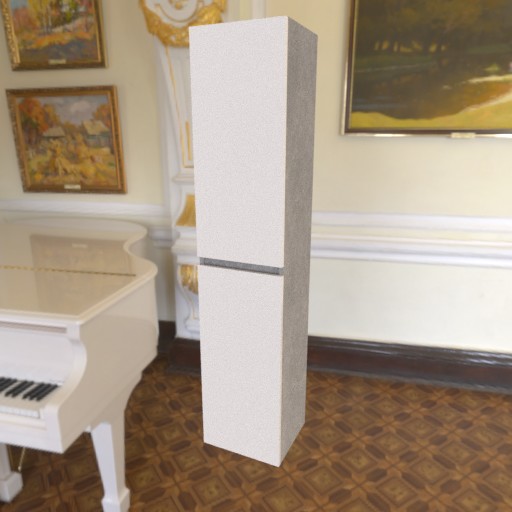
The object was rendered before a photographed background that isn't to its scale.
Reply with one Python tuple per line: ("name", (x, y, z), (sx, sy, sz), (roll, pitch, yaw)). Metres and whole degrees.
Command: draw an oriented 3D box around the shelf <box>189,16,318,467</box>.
("shelf", (0.000, 0.000, 1.516), (0.300, 1.400, 0.270), (7, 17, 24))
